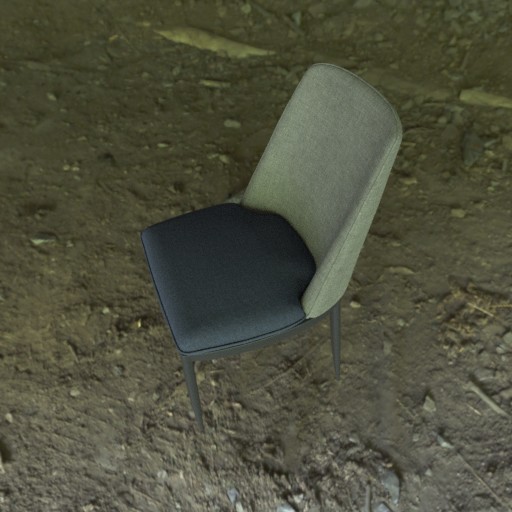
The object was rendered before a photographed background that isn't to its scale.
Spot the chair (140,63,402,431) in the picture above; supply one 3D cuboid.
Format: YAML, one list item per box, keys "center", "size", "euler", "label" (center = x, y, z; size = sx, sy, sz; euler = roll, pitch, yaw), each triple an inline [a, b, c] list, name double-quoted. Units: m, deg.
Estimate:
- center: [0.000, 0.000, 1.180]
  size: [0.550, 0.855, 0.488]
  euler: [-16, 47, -15]
  label: "chair"
